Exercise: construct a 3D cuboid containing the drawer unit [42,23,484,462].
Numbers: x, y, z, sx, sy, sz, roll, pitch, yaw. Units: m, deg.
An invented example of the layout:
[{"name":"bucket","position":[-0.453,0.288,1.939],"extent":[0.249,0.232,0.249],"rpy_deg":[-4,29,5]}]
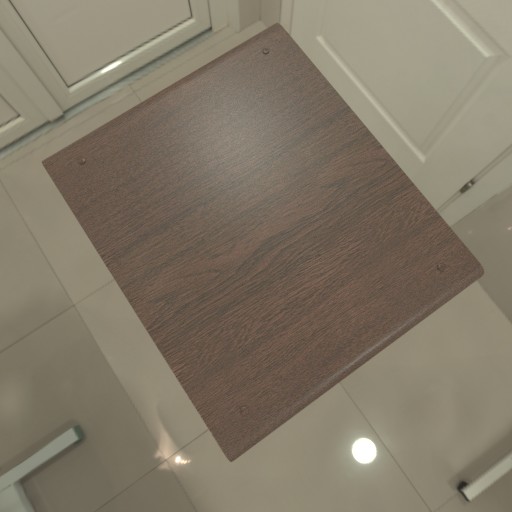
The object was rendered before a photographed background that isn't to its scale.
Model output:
[{"name":"drawer unit","position":[0.000,0.000,0.592],"extent":[0.290,0.344,0.344],"rpy_deg":[-34,79,-8]}]
